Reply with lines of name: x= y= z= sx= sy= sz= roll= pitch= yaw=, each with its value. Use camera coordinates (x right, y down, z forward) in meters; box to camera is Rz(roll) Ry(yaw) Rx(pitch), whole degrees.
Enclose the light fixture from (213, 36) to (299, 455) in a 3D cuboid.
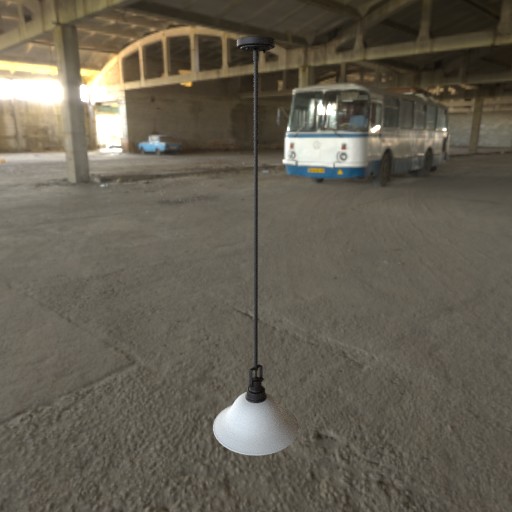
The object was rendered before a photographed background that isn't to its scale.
light fixture: x=0.000 y=0.000 z=1.502 sx=0.324 sy=1.337 sz=0.324 roll=15 pitch=21 yaw=42
